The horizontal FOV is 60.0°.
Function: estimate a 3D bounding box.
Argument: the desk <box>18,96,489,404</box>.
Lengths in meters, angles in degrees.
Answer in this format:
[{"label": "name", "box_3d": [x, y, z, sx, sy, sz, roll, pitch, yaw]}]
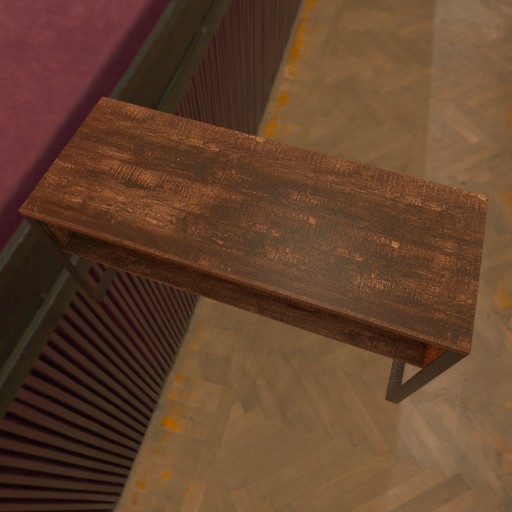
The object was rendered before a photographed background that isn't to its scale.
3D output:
[{"label": "desk", "box_3d": [0.000, 0.000, 1.875, 1.524, 0.762, 0.599, 17, 62, 9]}]
